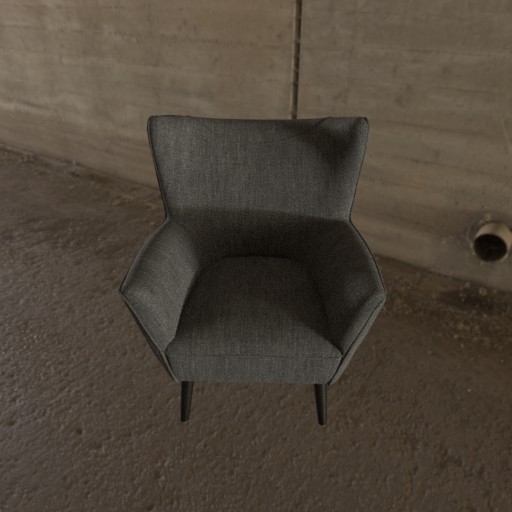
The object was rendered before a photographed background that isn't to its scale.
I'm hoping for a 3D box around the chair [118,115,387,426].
[{"bbox_3d":[0.000,0.000,1.644,0.781,0.933,0.888,1,30,1],"label":"chair"}]
